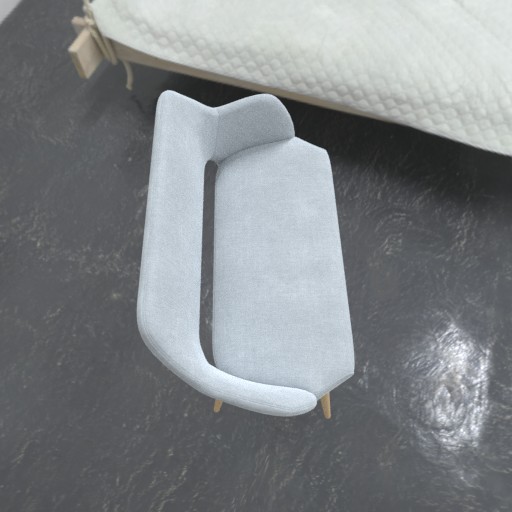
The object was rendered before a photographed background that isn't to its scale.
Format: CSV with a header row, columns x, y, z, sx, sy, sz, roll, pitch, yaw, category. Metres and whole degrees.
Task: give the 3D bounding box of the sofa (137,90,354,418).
x,y,z,sx,sy,sz,roll,pitch,yaw,category
0.000,0.000,1.609,0.610,0.840,1.150,-1,64,-1,sofa
